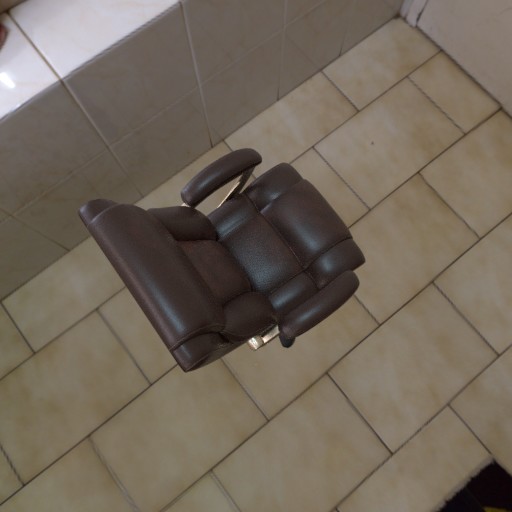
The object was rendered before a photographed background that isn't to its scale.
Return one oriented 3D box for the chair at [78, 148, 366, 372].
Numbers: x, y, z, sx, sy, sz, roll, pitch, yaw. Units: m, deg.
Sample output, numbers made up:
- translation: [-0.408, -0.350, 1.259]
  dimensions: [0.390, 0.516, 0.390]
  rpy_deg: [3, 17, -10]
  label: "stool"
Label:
- translation: [0.000, 0.000, 1.637]
  dimensions: [0.749, 1.194, 0.692]
  rpy_deg: [-35, 79, -8]
  label: "chair"
